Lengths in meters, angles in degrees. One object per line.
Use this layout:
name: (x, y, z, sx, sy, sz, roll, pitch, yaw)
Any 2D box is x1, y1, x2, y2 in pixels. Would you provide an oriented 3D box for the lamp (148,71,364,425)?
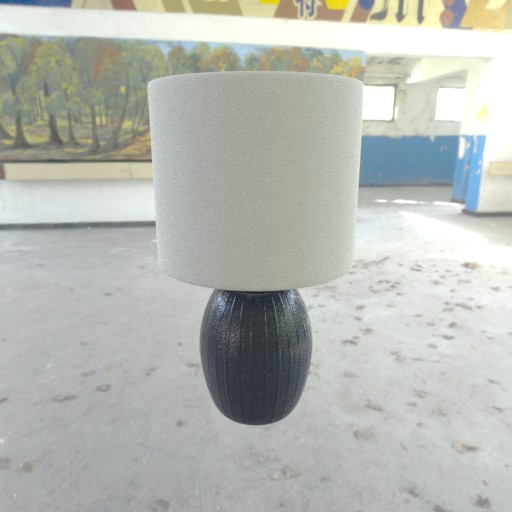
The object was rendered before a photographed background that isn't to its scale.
lamp: (0.000, 0.000, 0.761, 0.329, 0.570, 0.329, -2, 15, -8)
